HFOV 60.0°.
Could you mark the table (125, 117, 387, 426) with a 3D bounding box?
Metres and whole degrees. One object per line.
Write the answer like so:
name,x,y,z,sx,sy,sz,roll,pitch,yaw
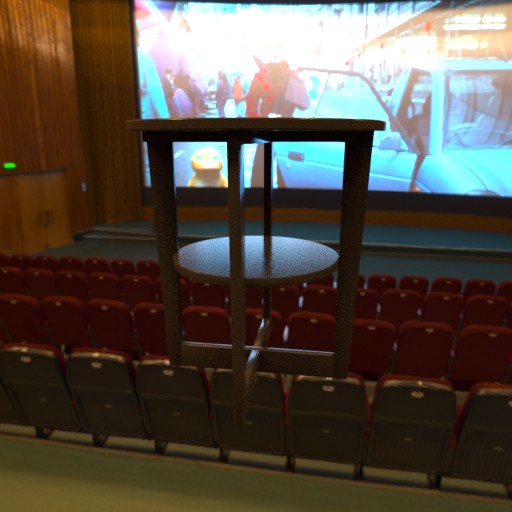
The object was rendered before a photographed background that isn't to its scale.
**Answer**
table,0.000,0.000,0.951,0.500,0.550,0.500,0,15,0
